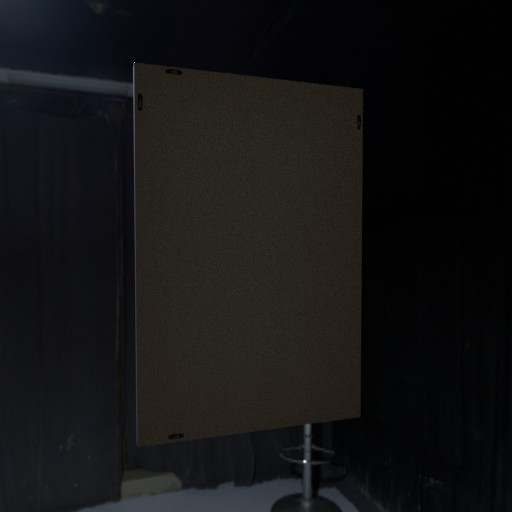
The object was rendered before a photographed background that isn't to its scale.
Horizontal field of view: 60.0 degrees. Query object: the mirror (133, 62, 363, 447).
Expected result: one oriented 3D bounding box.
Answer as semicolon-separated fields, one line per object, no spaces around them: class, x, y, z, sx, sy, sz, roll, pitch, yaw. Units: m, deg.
mirror;0.000;0.000;1.159;0.609;0.915;0.040;-1;2;-17
